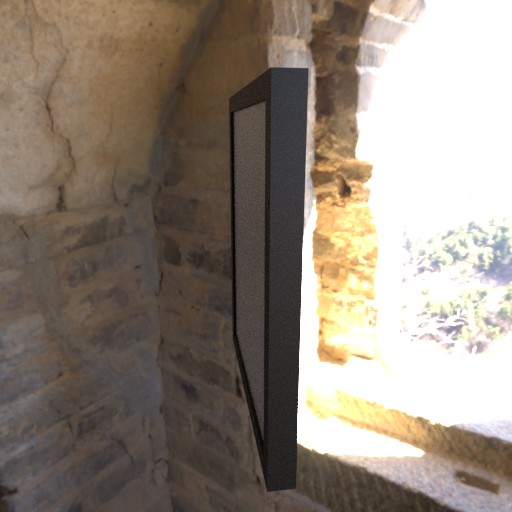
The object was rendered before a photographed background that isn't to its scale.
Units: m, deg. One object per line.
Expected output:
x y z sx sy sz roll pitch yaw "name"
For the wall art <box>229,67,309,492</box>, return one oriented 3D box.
0.000 0.000 0.536 0.029 0.381 0.330 -2 16 -8 "wall art"
